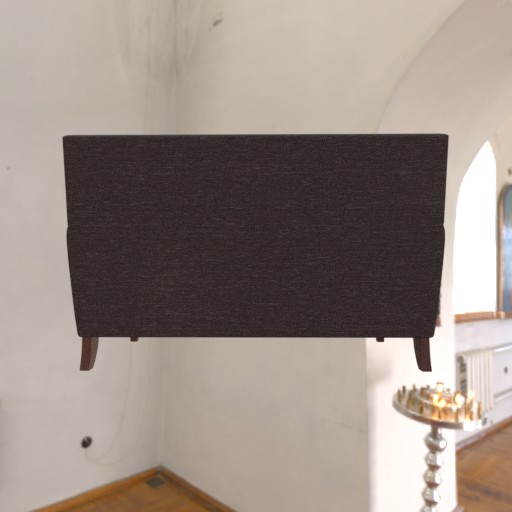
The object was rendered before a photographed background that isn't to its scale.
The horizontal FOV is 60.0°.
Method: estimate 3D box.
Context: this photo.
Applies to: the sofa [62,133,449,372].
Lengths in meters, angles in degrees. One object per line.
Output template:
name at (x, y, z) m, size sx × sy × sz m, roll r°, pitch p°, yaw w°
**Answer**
sofa at (0.000, 0.000, 2.054) m, size 1.509 × 0.905 × 0.867 m, roll 0°, pitch -2°, yaw 1°
